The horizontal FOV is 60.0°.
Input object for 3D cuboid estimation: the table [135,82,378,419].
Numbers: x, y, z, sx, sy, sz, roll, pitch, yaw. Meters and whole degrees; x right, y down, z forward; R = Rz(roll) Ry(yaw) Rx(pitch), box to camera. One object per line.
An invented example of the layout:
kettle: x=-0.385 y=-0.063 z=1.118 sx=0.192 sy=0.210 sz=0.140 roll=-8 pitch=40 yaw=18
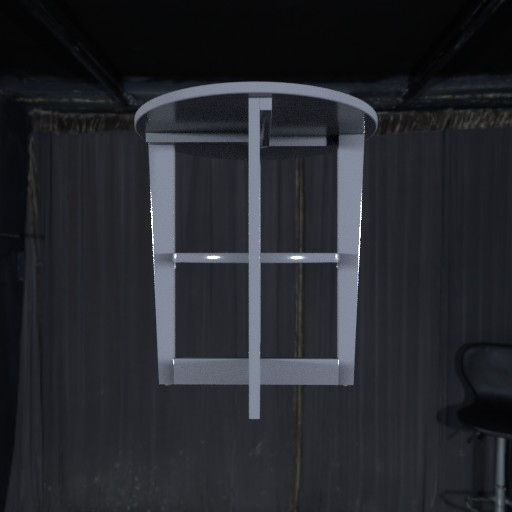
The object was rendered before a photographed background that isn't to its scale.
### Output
table: x=0.000 y=0.000 z=0.946 sx=0.500 sy=0.550 sz=0.500 roll=0 pitch=0 yaw=0
